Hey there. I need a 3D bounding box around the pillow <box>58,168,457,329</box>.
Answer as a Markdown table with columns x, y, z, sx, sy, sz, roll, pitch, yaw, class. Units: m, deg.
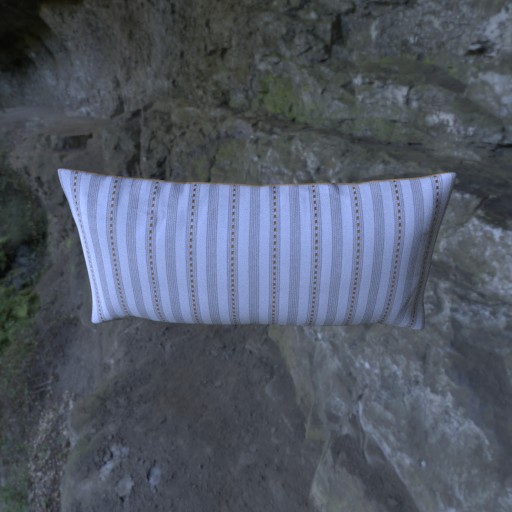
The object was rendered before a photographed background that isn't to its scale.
| x | y | z | sx | sy | sz | roll | pitch | yaw | class |
| --- | --- | --- | --- | --- | --- | --- | --- | --- | --- |
| 0.000 | 0.000 | 0.738 | 0.608 | 0.291 | 0.151 | 1 | 29 | 2 | pillow |
